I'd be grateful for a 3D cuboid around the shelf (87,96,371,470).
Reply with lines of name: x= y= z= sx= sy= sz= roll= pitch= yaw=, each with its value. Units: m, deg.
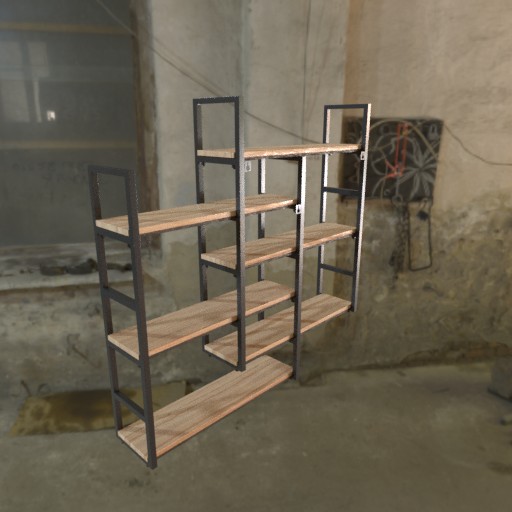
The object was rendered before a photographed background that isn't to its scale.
shelf: x=0.000 y=0.000 z=1.383 sx=0.183 sy=0.921 sz=0.946 roll=16 pitch=23 yaw=42
